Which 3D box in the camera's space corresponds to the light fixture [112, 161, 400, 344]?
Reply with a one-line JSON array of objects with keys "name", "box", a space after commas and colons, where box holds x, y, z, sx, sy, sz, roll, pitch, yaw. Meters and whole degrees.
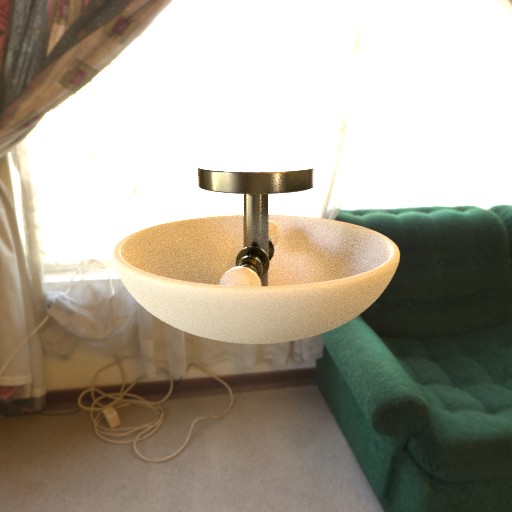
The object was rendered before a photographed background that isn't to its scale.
[{"name": "light fixture", "box": [0.000, 0.000, 0.536, 0.330, 0.214, 0.330, 0, 17, 0]}]
